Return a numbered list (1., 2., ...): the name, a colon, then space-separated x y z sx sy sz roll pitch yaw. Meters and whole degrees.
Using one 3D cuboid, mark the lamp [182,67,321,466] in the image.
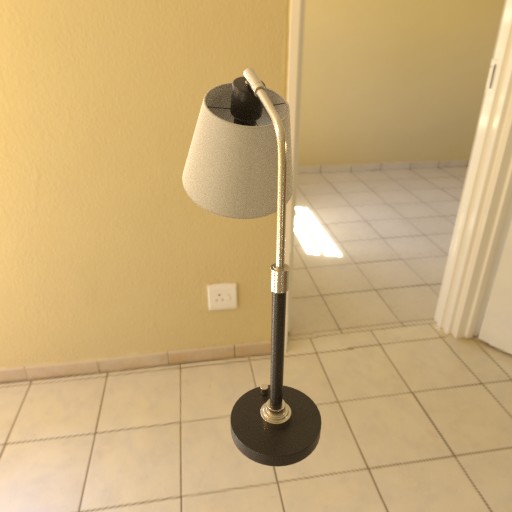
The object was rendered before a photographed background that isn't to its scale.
1. lamp: 0.000 0.000 0.692 0.181 0.539 0.348 -9 29 -17
